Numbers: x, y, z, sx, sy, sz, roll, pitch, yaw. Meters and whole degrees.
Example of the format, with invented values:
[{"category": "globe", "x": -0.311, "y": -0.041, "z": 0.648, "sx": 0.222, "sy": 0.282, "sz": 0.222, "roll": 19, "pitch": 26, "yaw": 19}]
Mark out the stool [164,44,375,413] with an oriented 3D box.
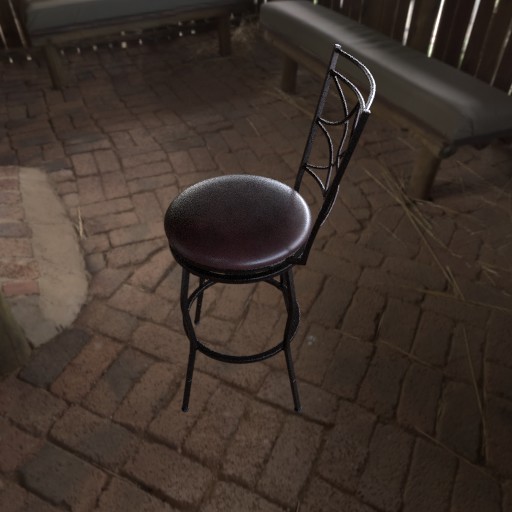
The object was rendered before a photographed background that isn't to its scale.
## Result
[{"category": "stool", "x": 0.000, "y": 0.000, "z": 1.381, "sx": 0.534, "sy": 1.117, "sz": 0.434, "roll": 0, "pitch": 41, "yaw": 0}]
